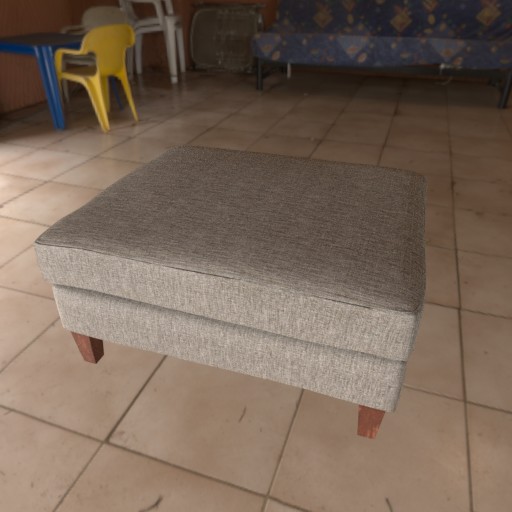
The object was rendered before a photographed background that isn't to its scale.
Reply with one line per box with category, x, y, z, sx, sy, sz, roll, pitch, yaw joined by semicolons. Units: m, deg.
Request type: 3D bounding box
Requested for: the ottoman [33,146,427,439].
ottoman;0.000;0.000;1.453;0.994;0.492;0.839;10;34;15
